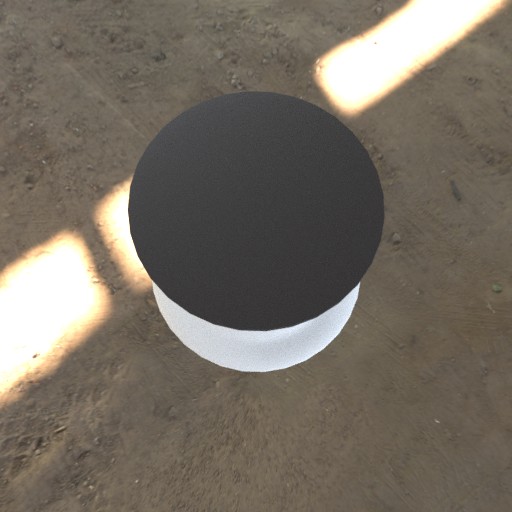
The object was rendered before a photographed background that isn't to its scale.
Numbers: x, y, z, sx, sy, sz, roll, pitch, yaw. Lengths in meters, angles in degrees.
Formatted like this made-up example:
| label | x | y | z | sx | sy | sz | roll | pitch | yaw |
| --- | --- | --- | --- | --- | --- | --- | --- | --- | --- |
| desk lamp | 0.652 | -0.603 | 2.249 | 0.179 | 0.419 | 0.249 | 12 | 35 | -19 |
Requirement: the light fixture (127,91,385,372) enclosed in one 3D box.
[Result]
| label | x | y | z | sx | sy | sz | roll | pitch | yaw |
| --- | --- | --- | --- | --- | --- | --- | --- | --- | --- |
| light fixture | 0.000 | 0.000 | 0.385 | 0.197 | 0.254 | 0.197 | 0 | 75 | 0 |
